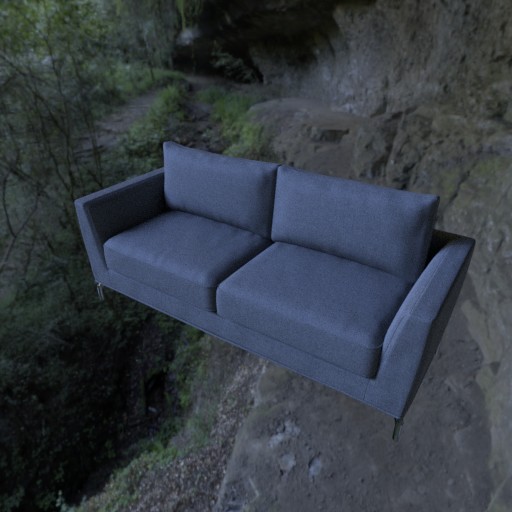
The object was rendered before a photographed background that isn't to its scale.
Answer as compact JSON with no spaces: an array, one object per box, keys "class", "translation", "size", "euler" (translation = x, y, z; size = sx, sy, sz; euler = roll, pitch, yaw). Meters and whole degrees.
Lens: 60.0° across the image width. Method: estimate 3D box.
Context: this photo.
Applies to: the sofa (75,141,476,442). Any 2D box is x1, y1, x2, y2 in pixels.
[{"class":"sofa","translation":[0.000,0.000,2.653],"size":[2.212,1.002,0.869],"euler":[18,34,29]}]
